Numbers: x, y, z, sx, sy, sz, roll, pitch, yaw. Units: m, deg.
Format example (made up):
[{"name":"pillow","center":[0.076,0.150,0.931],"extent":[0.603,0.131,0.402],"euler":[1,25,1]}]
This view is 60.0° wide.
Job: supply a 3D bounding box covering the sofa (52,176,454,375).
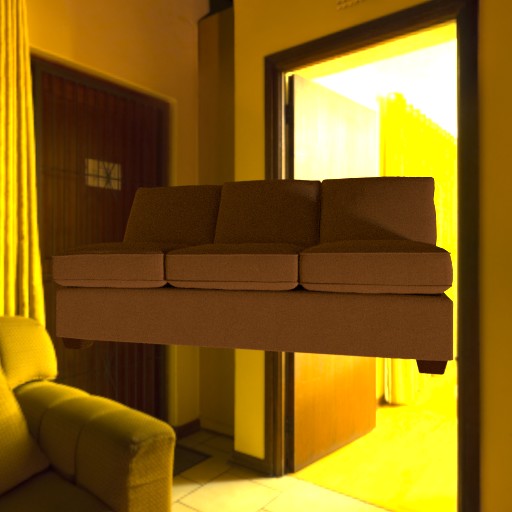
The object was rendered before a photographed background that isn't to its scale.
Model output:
[{"name":"sofa","center":[0.000,0.000,2.682],"extent":[2.092,1.036,1.127],"euler":[0,0,17]}]
